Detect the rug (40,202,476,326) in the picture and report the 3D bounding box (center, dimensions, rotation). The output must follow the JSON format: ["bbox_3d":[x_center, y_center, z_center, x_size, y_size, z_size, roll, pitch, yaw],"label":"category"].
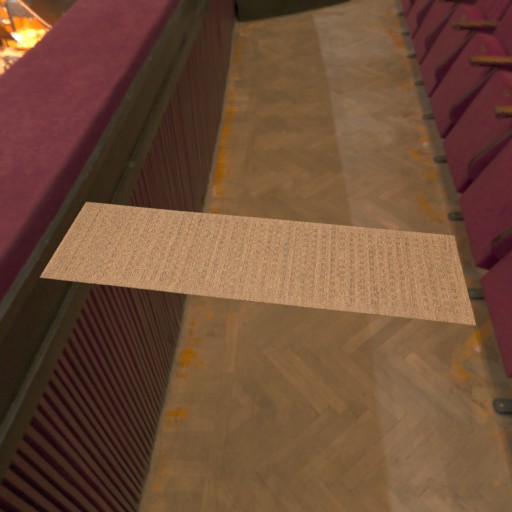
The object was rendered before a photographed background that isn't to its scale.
[{"bbox_3d":[0.000,0.000,2.684,2.437,0.005,0.688,6,47,5],"label":"rug"}]
